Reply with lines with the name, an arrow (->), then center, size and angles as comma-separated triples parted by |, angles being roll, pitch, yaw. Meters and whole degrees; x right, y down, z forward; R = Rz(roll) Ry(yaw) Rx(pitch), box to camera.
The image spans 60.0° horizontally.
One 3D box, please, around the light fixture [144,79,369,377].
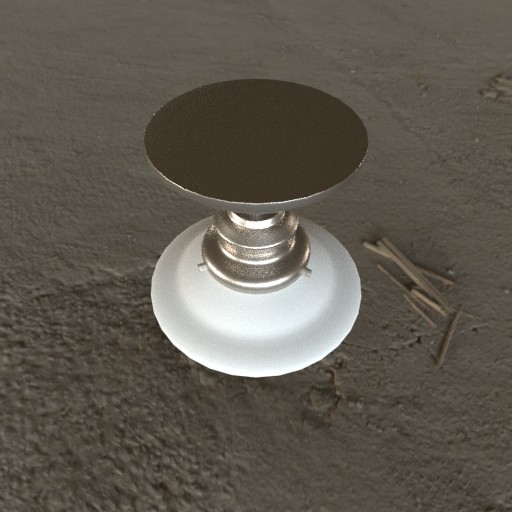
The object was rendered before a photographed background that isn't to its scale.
light fixture -> 0.000, 0.000, 0.396 | 0.199, 0.254, 0.199 | 0, 47, 0
